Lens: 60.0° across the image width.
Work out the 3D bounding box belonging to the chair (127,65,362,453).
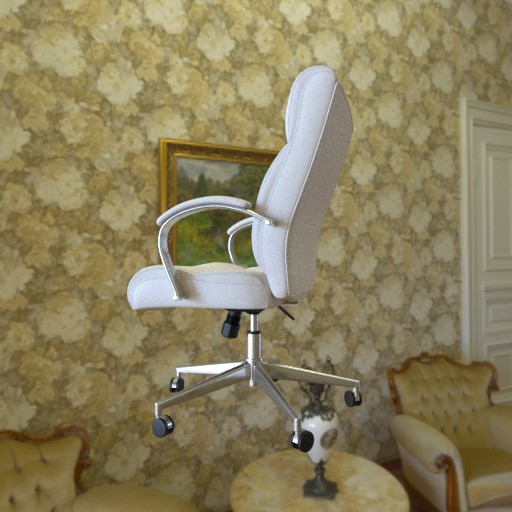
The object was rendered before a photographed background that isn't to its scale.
[{"bbox_3d":[0.000,0.000,1.618,0.745,1.099,0.727,0,0,17],"label":"chair"}]
